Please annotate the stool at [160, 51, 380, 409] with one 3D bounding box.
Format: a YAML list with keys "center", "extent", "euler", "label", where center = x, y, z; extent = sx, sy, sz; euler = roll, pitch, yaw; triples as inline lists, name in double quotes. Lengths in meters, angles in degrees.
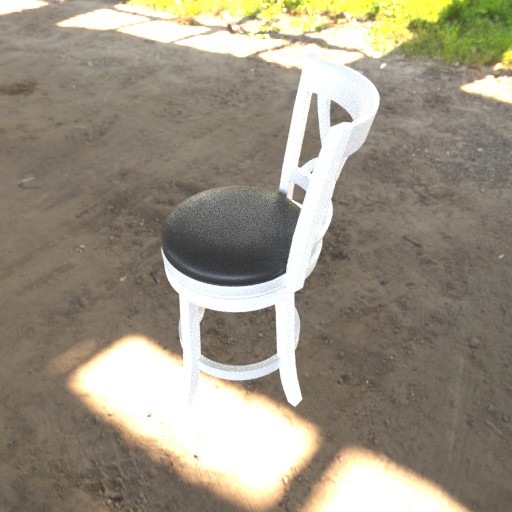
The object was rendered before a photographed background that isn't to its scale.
- center: [0.000, 0.000, 1.238]
  extent: [0.508, 0.953, 0.444]
  euler: [-1, 41, -1]
  label: "stool"
